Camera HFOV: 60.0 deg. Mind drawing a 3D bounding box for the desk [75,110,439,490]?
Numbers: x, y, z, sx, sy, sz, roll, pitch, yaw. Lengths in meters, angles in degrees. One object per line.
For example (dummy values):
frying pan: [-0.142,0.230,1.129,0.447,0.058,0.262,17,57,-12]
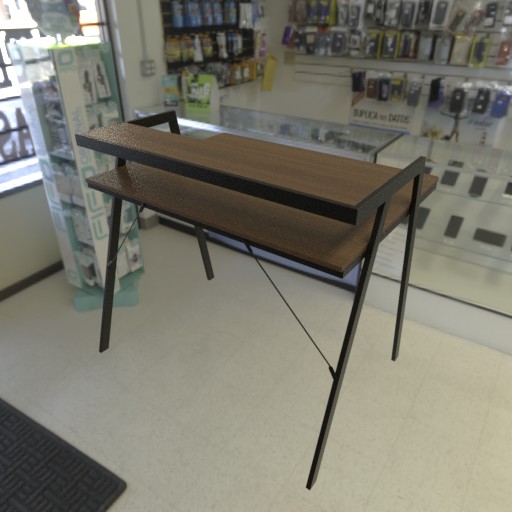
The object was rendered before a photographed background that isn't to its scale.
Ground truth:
desk: [0.000,0.000,1.862,1.143,0.998,0.936,20,36,31]
